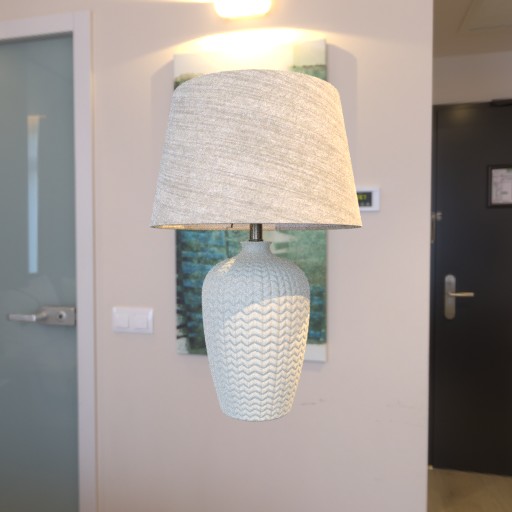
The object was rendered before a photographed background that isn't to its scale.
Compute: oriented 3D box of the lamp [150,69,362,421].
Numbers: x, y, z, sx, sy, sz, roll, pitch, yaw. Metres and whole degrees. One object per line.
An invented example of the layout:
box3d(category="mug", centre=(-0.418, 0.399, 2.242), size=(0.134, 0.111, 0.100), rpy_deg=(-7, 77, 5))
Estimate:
box3d(category="lamp", centre=(0.000, 0.000, 0.838), size=(0.390, 0.580, 0.390), rpy_deg=(0, 2, 0))
